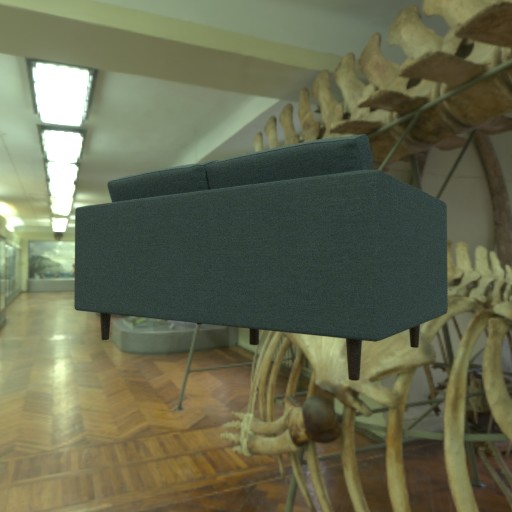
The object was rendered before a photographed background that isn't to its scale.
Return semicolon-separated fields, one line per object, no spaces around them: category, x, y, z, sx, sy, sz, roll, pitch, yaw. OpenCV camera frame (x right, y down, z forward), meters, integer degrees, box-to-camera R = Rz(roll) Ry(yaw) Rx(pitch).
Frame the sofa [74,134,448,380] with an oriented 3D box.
sofa;0.000;0.000;2.279;1.659;0.907;0.999;-1;-1;35
